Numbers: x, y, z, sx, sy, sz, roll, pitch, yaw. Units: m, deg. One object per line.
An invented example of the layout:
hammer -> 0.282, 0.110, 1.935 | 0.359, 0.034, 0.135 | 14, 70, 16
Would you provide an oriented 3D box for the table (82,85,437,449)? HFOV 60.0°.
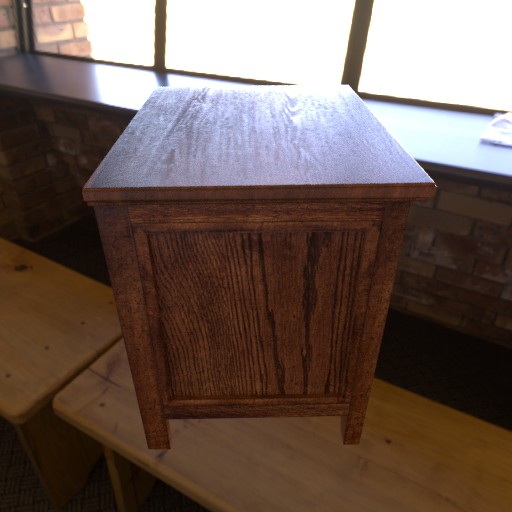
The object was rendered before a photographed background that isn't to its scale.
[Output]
table -> 0.000, 0.000, 0.980 | 0.461, 0.597, 0.586 | -1, 33, -1
